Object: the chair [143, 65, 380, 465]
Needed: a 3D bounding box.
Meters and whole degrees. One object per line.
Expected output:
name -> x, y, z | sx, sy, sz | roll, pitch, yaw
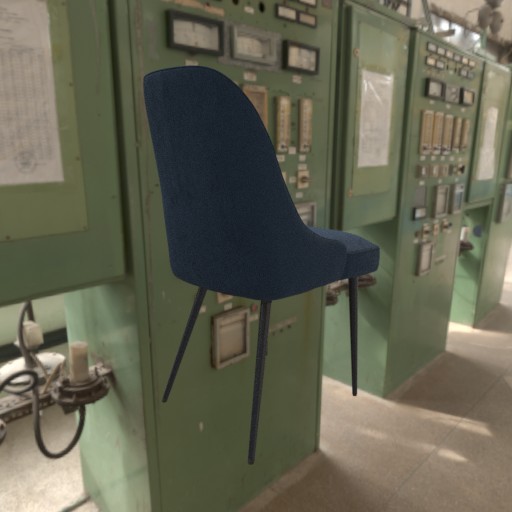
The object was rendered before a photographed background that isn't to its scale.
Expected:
chair -> 0.000, 0.000, 1.219 | 0.559, 0.896, 0.478 | -13, 19, -43
